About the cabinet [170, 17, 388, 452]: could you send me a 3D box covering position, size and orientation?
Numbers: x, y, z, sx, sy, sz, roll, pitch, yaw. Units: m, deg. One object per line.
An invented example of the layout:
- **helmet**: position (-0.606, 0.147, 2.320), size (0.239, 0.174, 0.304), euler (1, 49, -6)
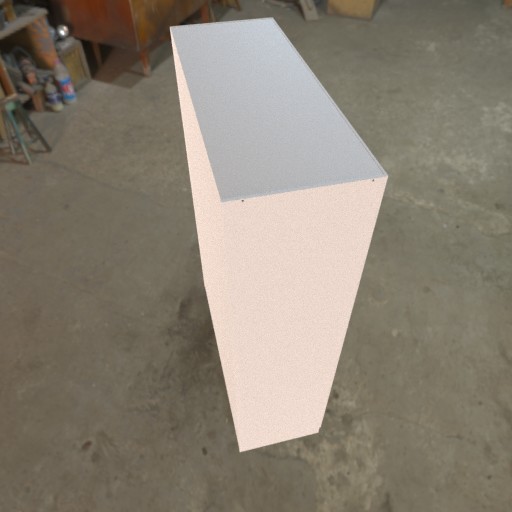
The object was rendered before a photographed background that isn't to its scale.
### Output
- **cabinet**: position (0.000, 0.000, 2.373), size (0.510, 1.910, 1.290), euler (-10, 48, -9)
